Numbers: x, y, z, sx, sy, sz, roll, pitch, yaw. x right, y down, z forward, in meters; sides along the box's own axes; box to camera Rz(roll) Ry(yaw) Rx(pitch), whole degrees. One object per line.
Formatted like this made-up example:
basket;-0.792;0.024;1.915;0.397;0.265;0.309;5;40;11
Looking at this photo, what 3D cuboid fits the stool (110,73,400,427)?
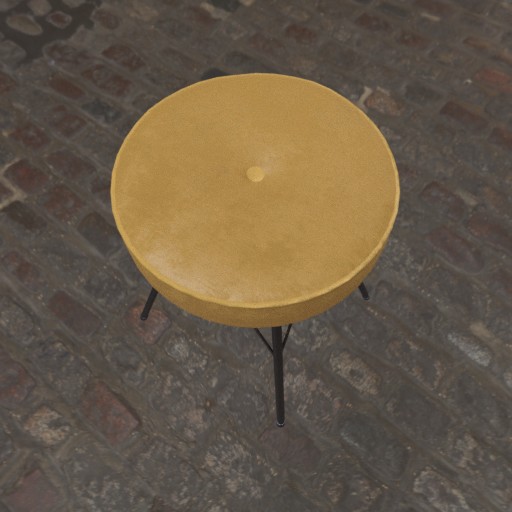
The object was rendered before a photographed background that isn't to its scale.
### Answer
stool;0.000;0.000;0.907;0.472;0.595;0.438;36;68;17
